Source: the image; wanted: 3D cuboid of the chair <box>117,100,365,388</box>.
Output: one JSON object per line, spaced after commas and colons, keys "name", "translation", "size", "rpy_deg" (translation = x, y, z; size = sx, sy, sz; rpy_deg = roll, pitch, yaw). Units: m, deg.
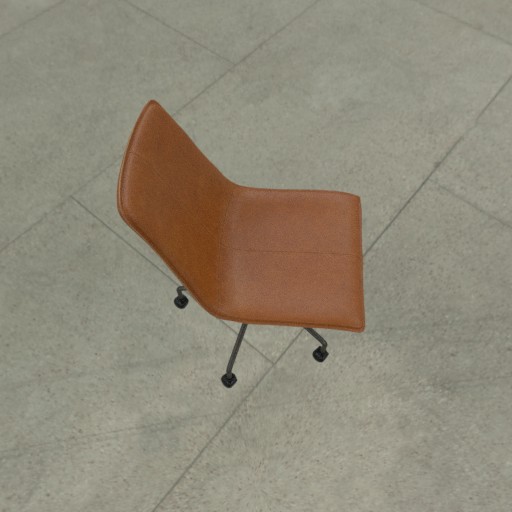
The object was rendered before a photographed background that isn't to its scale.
{"name": "chair", "translation": [0.000, 0.000, 1.386], "size": [0.660, 0.920, 0.651], "rpy_deg": [4, 62, 2]}
